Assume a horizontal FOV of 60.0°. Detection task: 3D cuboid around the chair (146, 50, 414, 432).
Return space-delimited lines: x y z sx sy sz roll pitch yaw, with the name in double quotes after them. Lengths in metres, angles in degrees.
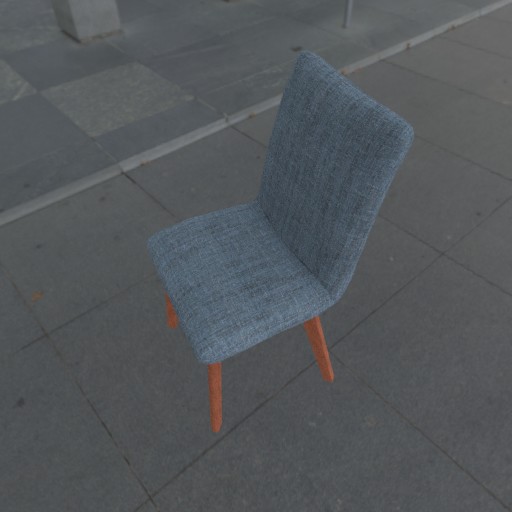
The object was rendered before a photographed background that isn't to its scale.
0.000 0.000 1.328 0.563 0.974 0.522 -19 49 -18 "chair"
